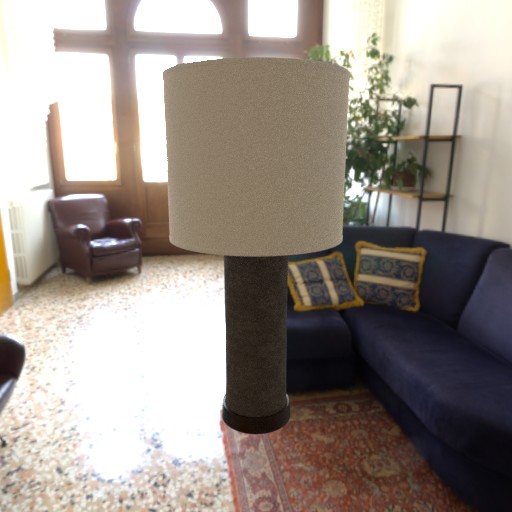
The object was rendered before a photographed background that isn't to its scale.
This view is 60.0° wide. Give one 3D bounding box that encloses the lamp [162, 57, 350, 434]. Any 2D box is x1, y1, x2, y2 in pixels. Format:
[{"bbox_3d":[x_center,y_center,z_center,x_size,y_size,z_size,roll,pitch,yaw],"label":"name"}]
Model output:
[{"bbox_3d":[0.000,0.000,0.792,0.301,0.630,0.301,-13,18,-43],"label":"lamp"}]
